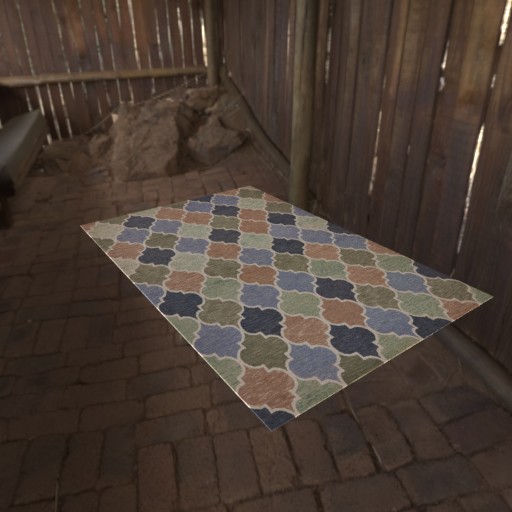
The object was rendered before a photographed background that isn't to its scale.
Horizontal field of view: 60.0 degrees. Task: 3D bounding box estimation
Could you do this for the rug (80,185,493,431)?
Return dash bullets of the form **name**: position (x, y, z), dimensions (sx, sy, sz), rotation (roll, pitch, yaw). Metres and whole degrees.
- **rug**: position (0.000, 0.000, 2.828), dimensions (1.521, 0.006, 2.284), rotation (-19, 33, -31)
